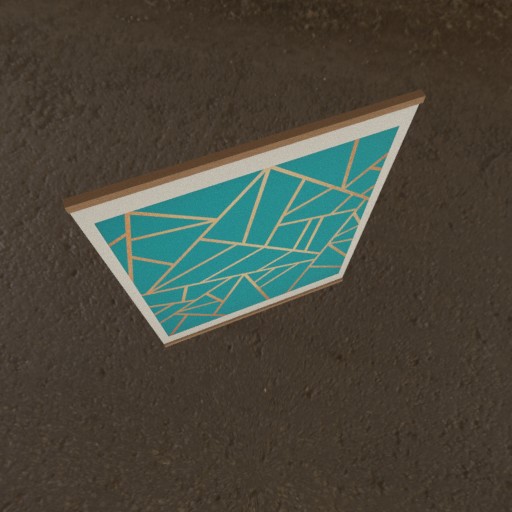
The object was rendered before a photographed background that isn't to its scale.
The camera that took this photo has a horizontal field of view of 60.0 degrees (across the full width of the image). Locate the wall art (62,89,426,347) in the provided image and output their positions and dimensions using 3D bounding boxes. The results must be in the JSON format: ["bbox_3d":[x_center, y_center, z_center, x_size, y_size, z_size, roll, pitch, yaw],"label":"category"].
[{"bbox_3d":[0.000,0.000,0.801,0.459,0.608,0.012,-19,66,-9],"label":"wall art"}]
